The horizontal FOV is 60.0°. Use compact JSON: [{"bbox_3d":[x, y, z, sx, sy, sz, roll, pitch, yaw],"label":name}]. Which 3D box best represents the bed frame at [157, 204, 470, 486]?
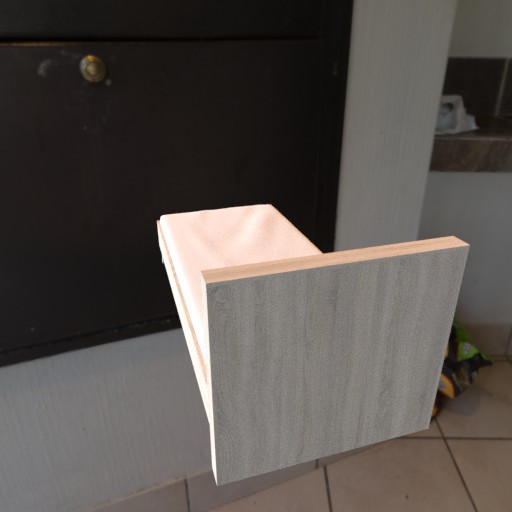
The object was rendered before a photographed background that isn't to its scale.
[{"bbox_3d":[0.000,0.000,2.624,0.990,0.920,2.140,-8,26,-16],"label":"bed frame"}]
